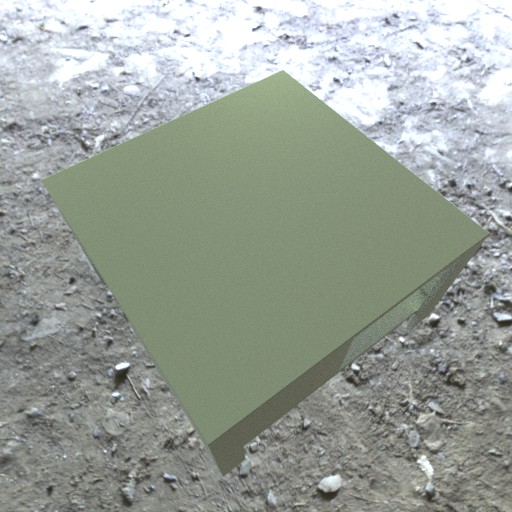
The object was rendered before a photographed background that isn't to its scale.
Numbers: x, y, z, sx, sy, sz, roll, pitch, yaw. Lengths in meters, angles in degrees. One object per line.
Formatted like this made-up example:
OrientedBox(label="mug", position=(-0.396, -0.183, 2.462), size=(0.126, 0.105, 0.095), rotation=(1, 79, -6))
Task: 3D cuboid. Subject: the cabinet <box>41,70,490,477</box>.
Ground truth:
OrientedBox(label="cabinet", position=(0.000, 0.000, 1.296), size=(0.800, 0.460, 0.800), rotation=(-32, 62, -19))
